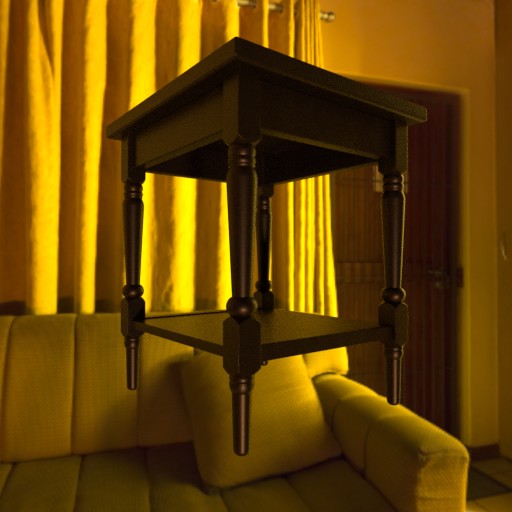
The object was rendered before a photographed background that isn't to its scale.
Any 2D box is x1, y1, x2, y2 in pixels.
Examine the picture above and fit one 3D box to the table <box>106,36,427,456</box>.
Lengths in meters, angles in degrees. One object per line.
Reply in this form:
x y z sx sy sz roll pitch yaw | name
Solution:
0.000 0.000 0.895 0.442 0.565 0.488 0 -1 -38 | table
